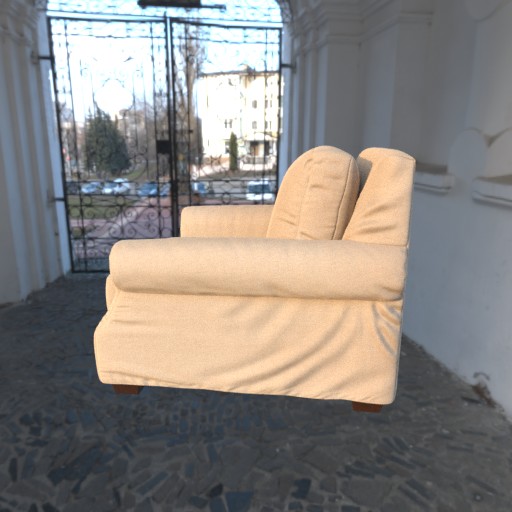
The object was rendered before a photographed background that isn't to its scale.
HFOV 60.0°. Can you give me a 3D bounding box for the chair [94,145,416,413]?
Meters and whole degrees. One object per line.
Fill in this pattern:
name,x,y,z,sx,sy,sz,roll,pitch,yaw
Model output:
chair,0.000,0.000,1.790,1.066,0.866,0.940,2,15,7
